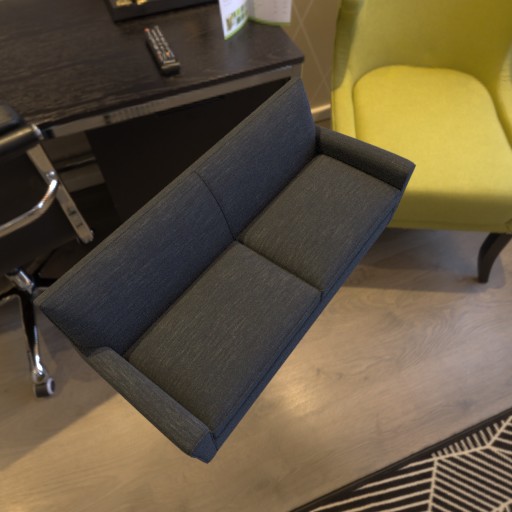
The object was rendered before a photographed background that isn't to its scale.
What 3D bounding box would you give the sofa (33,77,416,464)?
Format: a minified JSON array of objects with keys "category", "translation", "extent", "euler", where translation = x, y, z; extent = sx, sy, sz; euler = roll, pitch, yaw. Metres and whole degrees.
[{"category":"sofa","translation":[0.000,0.000,2.435],"extent":[0.875,0.846,1.976],"euler":[32,62,19]}]
